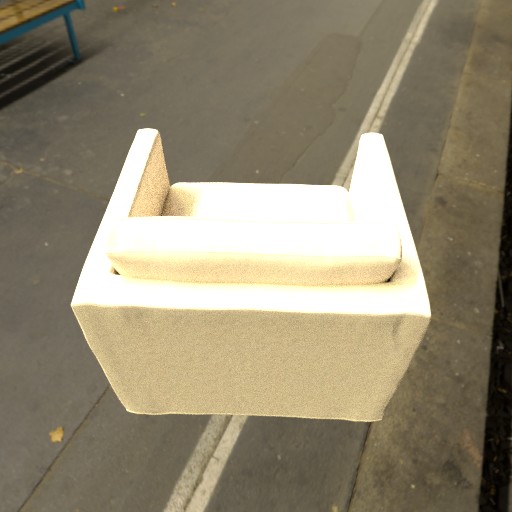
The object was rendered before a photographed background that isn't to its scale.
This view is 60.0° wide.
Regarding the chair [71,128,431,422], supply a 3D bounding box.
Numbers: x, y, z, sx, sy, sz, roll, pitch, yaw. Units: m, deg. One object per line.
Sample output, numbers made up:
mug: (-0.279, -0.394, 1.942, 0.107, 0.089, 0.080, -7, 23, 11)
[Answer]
chair: (0.000, 0.000, 1.742, 1.057, 0.851, 0.947, 1, 47, 1)
